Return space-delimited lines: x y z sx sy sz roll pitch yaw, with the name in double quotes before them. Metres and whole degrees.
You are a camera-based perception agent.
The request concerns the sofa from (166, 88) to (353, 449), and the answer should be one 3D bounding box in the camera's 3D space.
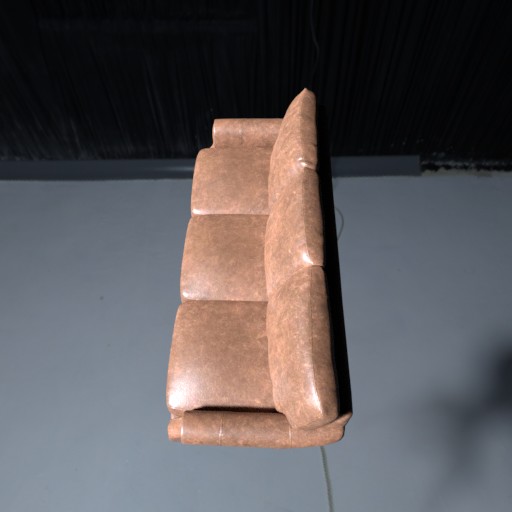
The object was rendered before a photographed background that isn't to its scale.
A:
"sofa" 0.000 0.000 2.895 0.973 0.977 2.351 1 58 1
